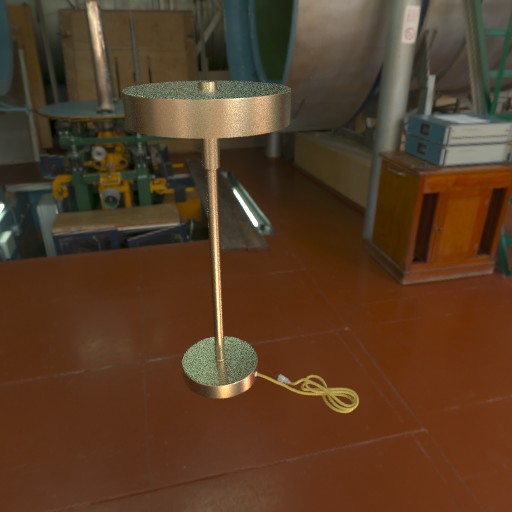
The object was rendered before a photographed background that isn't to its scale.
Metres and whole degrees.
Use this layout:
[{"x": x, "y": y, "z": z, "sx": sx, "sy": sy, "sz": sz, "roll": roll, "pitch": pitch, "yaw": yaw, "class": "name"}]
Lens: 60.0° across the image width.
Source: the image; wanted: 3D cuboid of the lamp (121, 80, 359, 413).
[{"x": 0.000, "y": 0.000, "z": 0.696, "sx": 0.369, "sy": 0.508, "sz": 0.229, "roll": 9, "pitch": 28, "yaw": 18, "class": "lamp"}]
